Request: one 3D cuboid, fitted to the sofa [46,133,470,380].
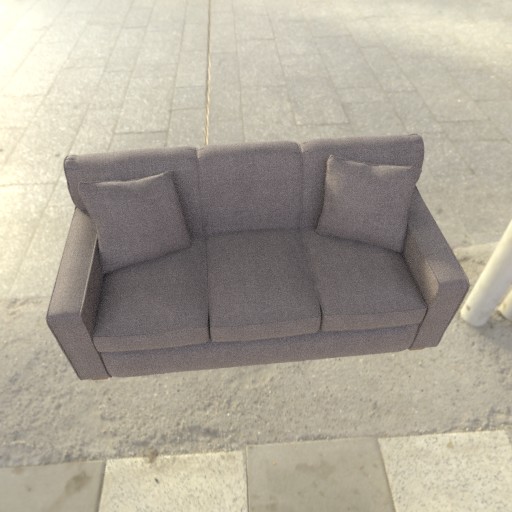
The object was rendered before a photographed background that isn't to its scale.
[{"bbox_3d":[0.000,0.000,2.492,2.024,0.958,0.997,-4,47,-4],"label":"sofa"}]
